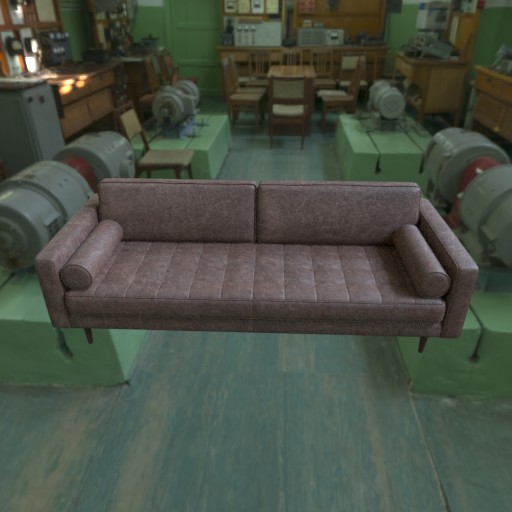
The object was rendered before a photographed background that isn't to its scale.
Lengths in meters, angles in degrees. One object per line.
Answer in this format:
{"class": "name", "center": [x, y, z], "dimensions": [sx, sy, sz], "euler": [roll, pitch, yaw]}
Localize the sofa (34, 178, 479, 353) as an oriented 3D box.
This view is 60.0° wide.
{"class": "sofa", "center": [0.000, 0.000, 2.630], "dimensions": [2.210, 0.762, 0.914], "euler": [1, 30, 2]}
